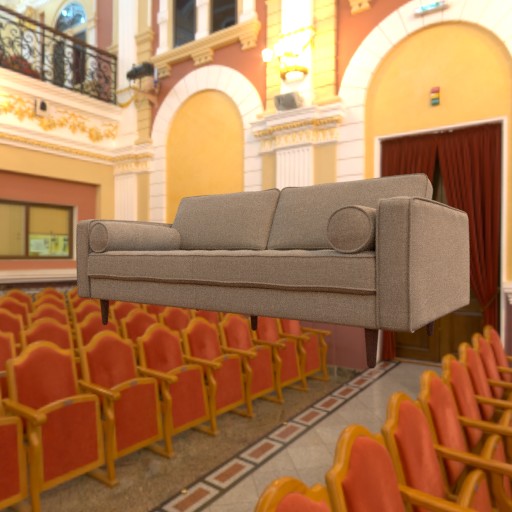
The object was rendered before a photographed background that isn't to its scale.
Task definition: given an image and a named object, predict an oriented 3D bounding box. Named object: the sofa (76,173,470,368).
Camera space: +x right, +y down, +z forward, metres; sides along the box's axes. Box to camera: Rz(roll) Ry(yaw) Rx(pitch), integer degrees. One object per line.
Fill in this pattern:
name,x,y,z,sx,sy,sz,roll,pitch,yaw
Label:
sofa,0.000,0.000,2.279,1.879,0.762,0.914,0,1,36
